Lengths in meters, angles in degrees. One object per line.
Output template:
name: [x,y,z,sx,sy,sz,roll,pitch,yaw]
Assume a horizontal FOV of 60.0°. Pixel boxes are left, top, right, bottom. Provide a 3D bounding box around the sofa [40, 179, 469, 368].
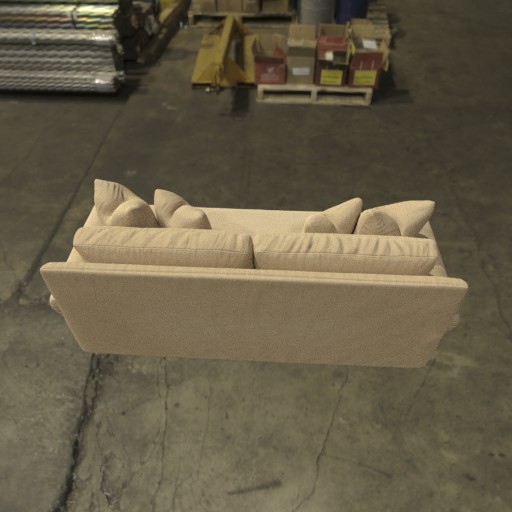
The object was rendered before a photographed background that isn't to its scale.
sofa: [0.000,0.000,2.829,2.285,0.904,1.067,2,46,2]
